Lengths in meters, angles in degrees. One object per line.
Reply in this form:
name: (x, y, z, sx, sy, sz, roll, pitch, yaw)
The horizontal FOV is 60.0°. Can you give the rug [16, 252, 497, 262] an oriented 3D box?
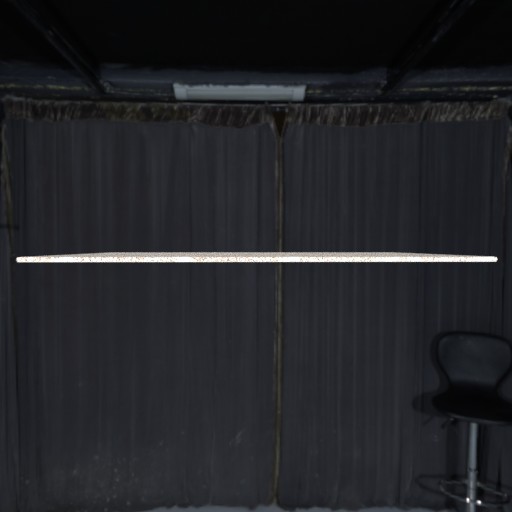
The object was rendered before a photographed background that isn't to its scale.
rug: (0.000, 0.000, 3.394, 2.743, 0.030, 1.778, 0, 1, -2)
